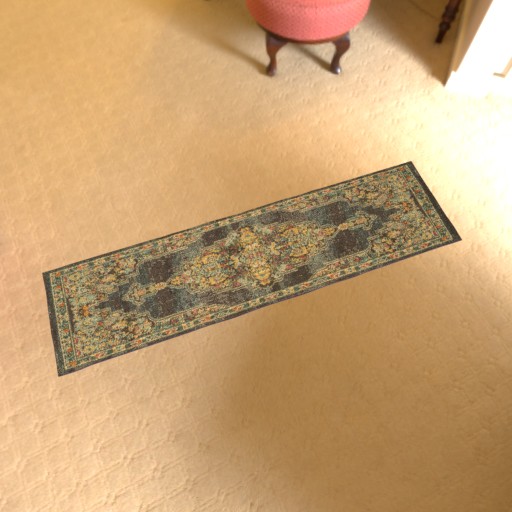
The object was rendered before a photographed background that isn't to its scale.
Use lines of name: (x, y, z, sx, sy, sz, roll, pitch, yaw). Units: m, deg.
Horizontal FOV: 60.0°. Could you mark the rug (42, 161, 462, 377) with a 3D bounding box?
rug: (0.000, 0.000, 2.476, 2.283, 0.016, 0.602, -18, 65, -8)
